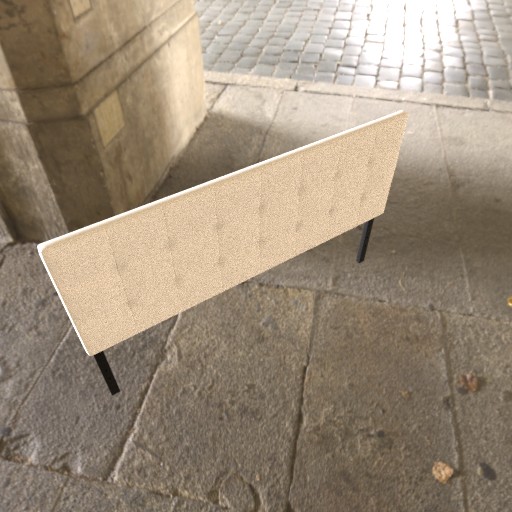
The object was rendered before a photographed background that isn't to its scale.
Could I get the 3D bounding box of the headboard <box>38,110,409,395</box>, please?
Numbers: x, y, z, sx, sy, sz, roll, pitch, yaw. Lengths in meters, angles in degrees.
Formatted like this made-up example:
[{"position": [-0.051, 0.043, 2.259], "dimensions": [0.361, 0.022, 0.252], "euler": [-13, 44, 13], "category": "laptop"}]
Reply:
[{"position": [0.000, 0.000, 2.938], "dimensions": [2.362, 1.410, 0.120], "euler": [-25, 50, -23], "category": "headboard"}]
